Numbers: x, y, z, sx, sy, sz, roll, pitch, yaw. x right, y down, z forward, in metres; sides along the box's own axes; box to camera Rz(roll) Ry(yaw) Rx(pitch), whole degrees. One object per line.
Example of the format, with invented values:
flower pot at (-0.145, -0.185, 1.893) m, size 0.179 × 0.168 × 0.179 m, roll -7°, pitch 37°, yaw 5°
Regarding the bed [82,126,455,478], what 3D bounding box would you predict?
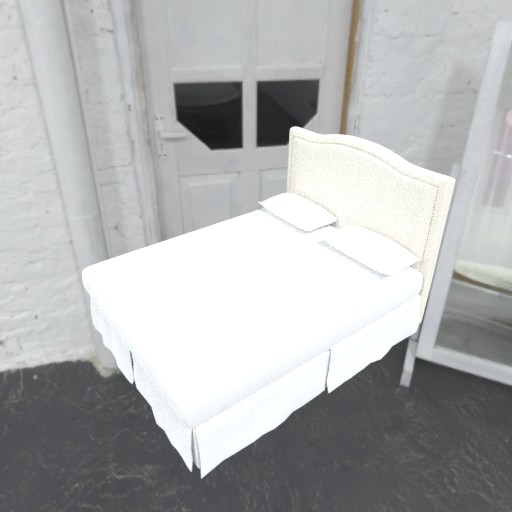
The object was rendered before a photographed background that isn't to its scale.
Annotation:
bed at (0.000, 0.000, 3.449) m, size 2.282 × 1.436 × 1.821 m, roll -22°, pitch 38°, yaw -31°
